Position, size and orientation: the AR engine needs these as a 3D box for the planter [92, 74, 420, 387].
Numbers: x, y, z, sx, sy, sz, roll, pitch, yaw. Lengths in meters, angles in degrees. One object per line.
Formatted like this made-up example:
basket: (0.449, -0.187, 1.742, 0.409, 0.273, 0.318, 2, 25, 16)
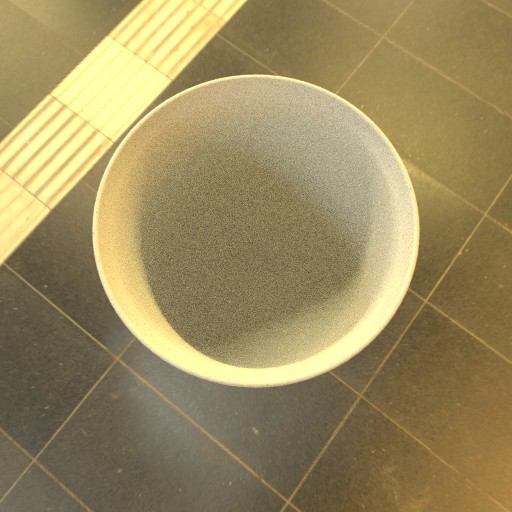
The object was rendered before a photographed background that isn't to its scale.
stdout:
planter: (0.000, 0.000, 0.491, 0.268, 0.270, 0.268, 0, 76, 0)
